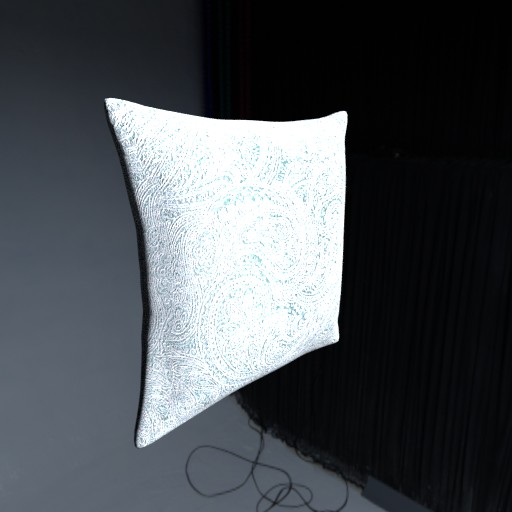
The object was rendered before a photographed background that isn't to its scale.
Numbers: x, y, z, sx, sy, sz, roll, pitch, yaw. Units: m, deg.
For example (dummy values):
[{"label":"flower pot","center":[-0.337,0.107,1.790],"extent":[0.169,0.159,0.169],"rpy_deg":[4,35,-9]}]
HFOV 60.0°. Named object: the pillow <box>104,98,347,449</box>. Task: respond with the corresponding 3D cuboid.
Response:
[{"label":"pillow","center":[0.000,0.000,0.788],"extent":[0.526,0.507,0.166],"rpy_deg":[-15,21,-43]}]
